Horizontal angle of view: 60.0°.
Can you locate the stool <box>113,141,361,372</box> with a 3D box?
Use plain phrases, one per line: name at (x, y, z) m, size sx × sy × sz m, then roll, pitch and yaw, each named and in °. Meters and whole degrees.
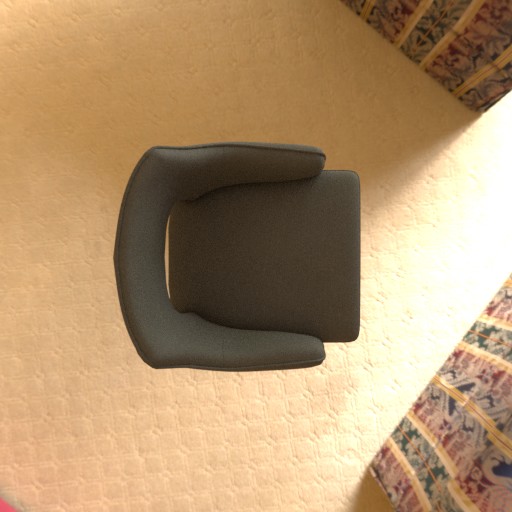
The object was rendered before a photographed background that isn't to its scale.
stool at (0.000, 0.000, 1.351) m, size 0.558 × 1.012 × 0.548 m, roll 0°, pitch 90°, yaw 1°
